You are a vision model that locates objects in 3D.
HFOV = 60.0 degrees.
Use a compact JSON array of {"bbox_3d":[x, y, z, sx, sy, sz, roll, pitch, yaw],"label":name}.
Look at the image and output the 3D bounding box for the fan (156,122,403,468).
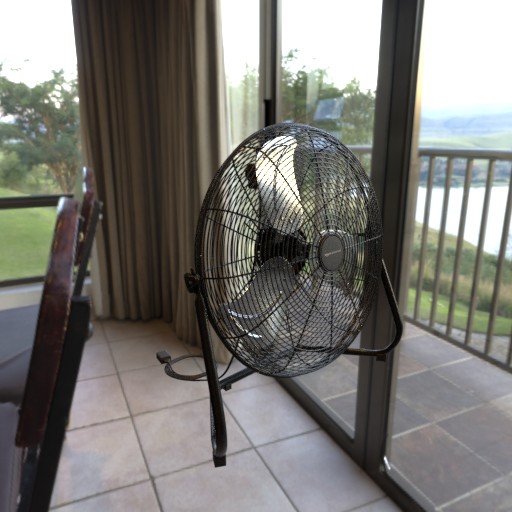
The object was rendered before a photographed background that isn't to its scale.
[{"bbox_3d":[0.000,0.000,0.951,0.555,0.546,0.424,-14,21,-42],"label":"fan"}]
